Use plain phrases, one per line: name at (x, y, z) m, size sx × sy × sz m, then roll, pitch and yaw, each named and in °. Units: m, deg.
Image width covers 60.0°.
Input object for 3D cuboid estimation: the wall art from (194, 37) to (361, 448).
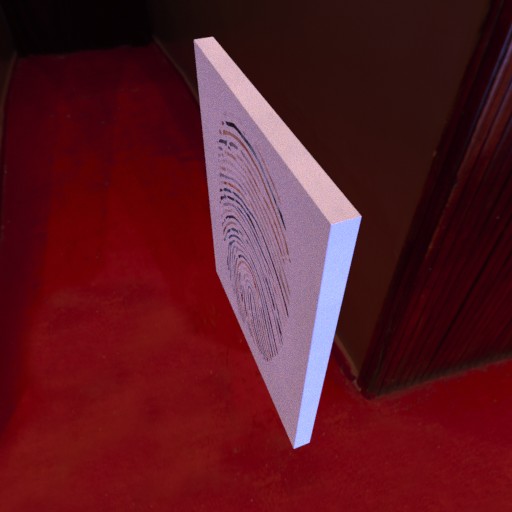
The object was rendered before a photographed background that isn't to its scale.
wall art at (0.000, 0.000, 0.831) m, size 0.037 × 0.606 × 0.508 m, roll -16°, pitch 49°, yaw -14°
